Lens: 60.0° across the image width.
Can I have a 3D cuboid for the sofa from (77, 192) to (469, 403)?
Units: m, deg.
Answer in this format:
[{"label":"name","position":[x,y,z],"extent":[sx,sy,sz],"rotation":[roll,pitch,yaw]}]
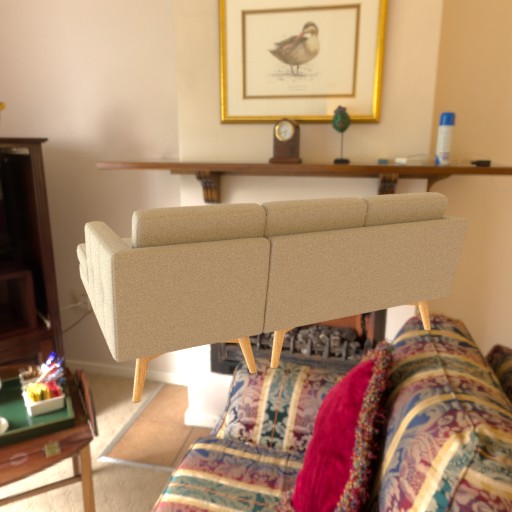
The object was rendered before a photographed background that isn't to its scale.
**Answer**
[{"label":"sofa","position":[0.000,0.000,2.868],"extent":[2.040,0.860,1.530],"rotation":[-7,15,-26]}]
